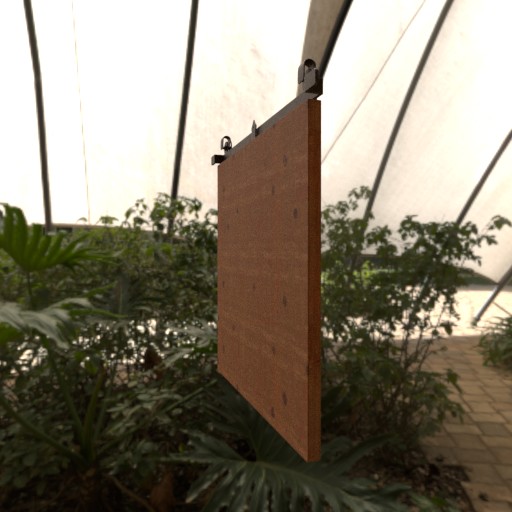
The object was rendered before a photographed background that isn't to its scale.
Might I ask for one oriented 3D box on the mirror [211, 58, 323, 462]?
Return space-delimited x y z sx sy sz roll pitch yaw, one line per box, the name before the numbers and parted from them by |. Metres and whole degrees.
mirror | 0.000 0.000 1.190 0.054 0.800 0.805 0 1 -19
